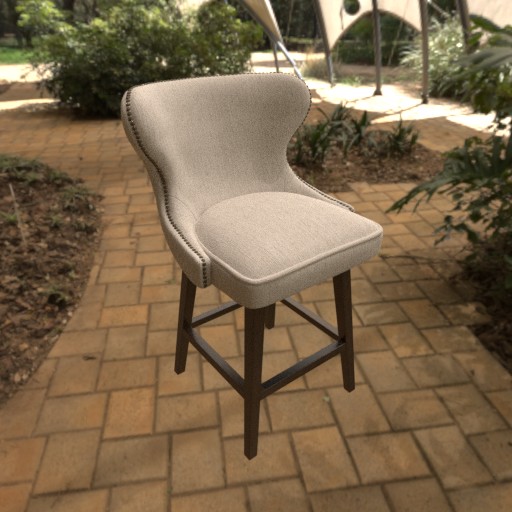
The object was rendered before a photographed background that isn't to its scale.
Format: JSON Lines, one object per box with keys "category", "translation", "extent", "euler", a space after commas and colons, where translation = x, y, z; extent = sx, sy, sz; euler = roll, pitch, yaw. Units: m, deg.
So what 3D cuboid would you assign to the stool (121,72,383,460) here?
{"category": "stool", "translation": [0.000, 0.000, 1.348], "extent": [0.615, 0.972, 0.597], "euler": [-20, 35, -32]}
